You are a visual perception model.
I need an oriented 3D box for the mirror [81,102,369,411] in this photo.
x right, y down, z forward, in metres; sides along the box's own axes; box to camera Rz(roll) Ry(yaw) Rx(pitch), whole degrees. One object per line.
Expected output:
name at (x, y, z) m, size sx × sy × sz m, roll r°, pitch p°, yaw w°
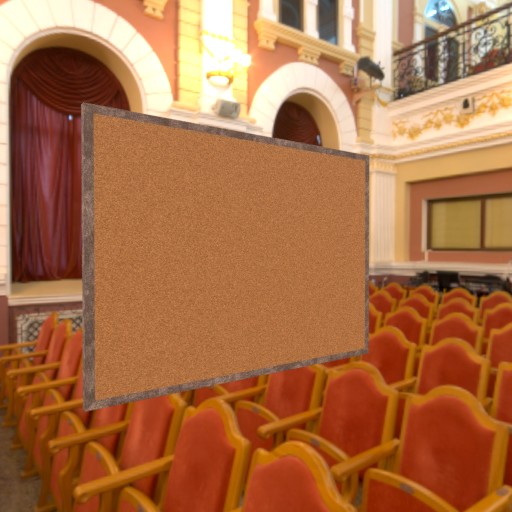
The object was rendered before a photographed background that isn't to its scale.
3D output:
mirror at (0.000, 0.000, 1.469) m, size 1.101 × 0.795 × 0.022 m, roll -1°, pitch 1°, yaw -36°
